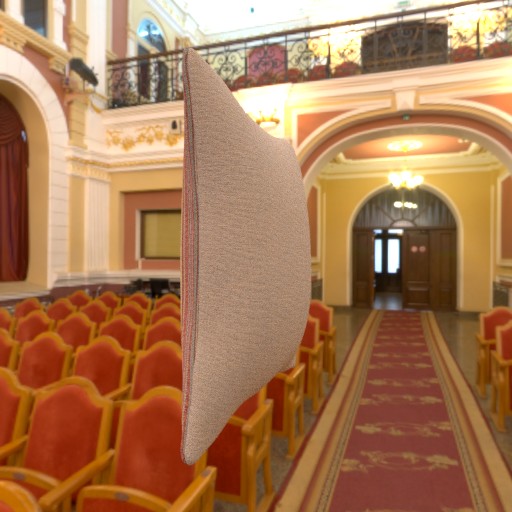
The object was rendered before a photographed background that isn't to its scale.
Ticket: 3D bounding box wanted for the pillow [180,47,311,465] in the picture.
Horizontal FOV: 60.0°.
[{"bbox_3d":[0.000,0.000,0.639,0.136,0.419,0.437,0,0,19],"label":"pillow"}]
